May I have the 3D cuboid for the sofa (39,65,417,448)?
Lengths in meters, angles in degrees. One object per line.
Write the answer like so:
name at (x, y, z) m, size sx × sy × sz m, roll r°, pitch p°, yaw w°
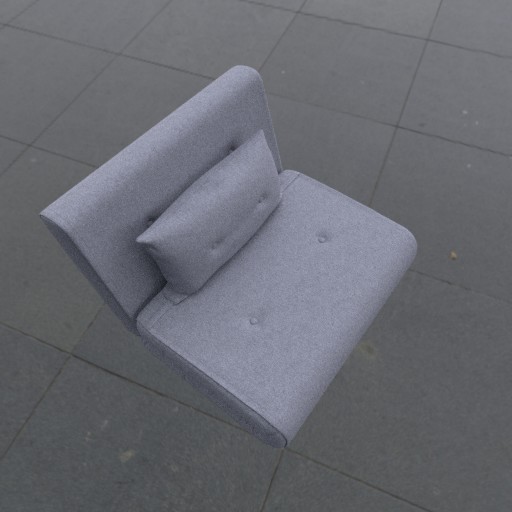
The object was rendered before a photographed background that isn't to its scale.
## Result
sofa at (0.000, 0.000, 1.765) m, size 1.000 × 0.825 × 1.020 m, roll 33°, pitch 62°, yaw 20°
